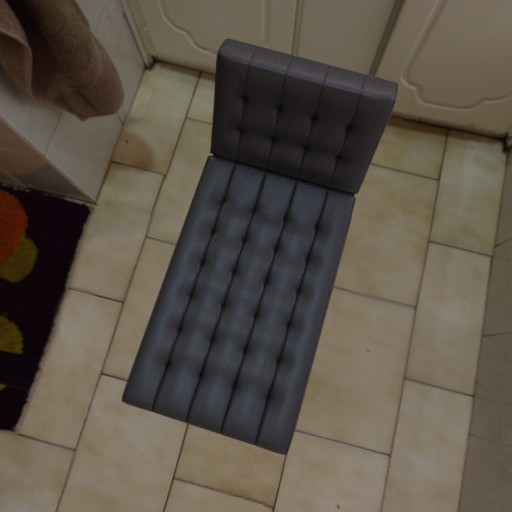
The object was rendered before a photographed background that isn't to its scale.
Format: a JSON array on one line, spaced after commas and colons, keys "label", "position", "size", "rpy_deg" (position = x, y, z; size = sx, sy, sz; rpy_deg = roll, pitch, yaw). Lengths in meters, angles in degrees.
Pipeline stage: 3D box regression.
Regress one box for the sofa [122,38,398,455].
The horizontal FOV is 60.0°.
[{"label": "sofa", "position": [0.000, 0.000, 1.994], "size": [0.760, 0.820, 1.560], "rpy_deg": [17, 77, 4]}]
